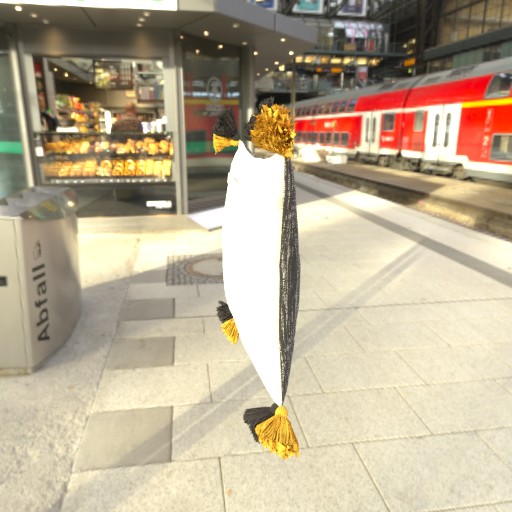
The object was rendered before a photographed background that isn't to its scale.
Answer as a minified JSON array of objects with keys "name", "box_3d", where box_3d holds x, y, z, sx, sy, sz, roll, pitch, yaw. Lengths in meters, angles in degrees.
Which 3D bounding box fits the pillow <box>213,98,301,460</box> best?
[{"name":"pillow","box_3d":[0.000,0.000,0.994,0.139,0.659,0.654,-3,16,-11]}]
